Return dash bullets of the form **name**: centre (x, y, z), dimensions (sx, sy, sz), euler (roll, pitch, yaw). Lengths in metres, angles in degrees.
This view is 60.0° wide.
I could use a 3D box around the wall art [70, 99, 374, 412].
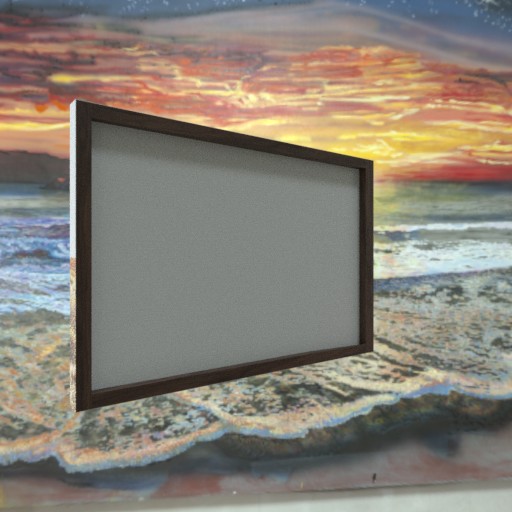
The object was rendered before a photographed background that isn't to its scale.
- **wall art**: centre (0.000, 0.000, 1.439), dimensions (1.138, 0.761, 0.051), euler (0, 0, -37)
